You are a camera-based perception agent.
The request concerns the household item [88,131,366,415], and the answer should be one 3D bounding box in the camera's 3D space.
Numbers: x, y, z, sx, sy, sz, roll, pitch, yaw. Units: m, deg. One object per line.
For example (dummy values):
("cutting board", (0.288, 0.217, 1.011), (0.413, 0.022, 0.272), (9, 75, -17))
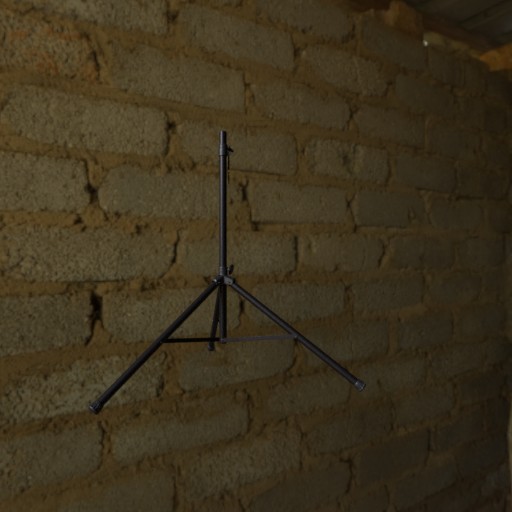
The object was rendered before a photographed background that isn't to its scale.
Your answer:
("household item", (0.000, 0.000, 2.776), (1.339, 1.595, 1.596), (0, 0, 18))
